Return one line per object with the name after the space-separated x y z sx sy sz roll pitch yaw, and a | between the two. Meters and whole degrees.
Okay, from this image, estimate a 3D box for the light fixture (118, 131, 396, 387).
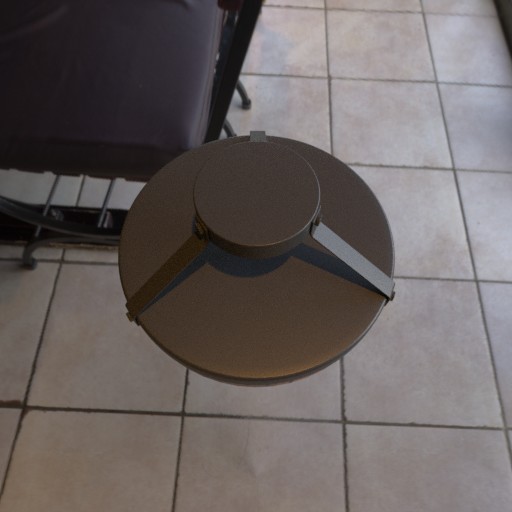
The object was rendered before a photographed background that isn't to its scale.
0.000 0.000 0.523 0.304 0.269 0.304 0 63 0 | light fixture
